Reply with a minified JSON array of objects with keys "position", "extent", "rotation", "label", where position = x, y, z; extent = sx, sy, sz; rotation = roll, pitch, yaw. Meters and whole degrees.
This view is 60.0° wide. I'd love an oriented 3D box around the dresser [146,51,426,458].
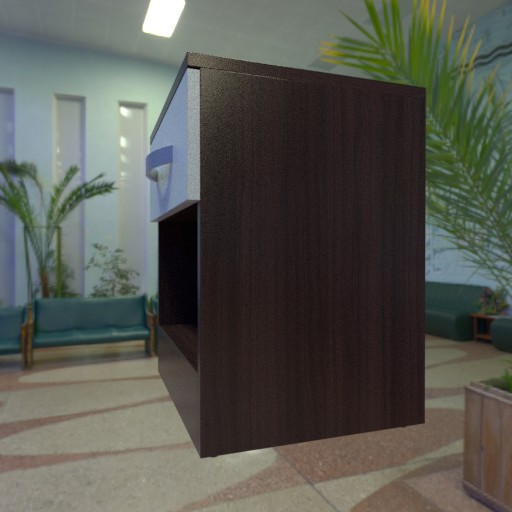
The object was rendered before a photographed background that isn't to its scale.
[{"position":[0.000,0.000,0.746],"extent":[0.360,0.470,0.400],"rotation":[0,1,-19],"label":"dresser"}]
